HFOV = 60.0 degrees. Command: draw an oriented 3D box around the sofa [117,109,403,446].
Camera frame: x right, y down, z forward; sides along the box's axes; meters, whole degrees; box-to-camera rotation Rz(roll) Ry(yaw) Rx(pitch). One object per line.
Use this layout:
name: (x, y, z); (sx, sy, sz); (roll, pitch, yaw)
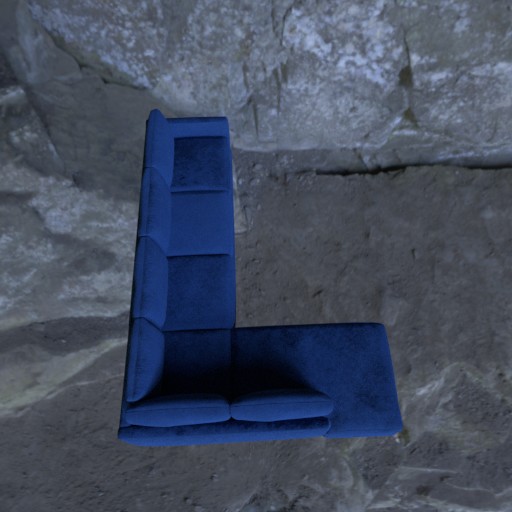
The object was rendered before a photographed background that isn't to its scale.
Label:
sofa: (0.000, 0.000, 3.825); (2.007, 0.815, 2.949); (-3, 62, -1)
